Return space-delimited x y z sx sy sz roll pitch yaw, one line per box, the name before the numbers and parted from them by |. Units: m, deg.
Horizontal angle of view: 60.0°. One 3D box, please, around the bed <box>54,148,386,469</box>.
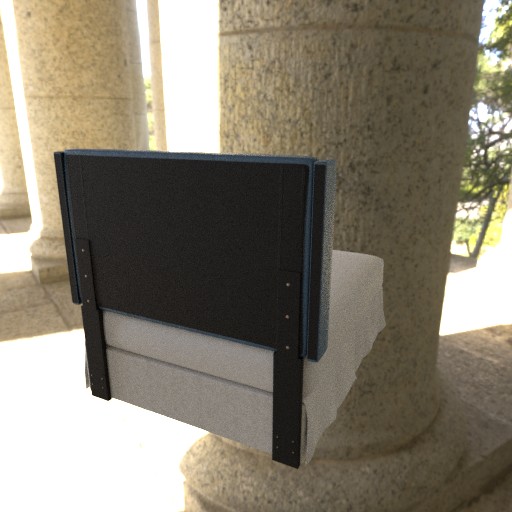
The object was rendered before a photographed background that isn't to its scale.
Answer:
bed | 0.000 0.000 3.397 1.719 1.665 2.078 8 18 25
